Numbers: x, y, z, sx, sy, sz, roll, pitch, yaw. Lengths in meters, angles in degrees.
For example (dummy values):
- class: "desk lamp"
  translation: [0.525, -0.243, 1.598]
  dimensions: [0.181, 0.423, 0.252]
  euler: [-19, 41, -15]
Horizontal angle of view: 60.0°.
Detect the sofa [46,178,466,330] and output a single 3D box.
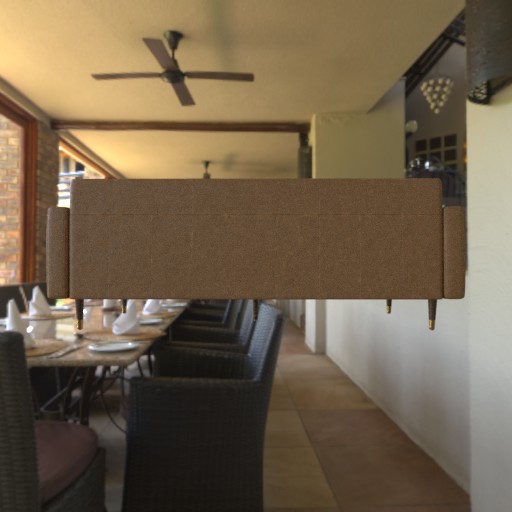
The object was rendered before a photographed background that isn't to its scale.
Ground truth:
- class: "sofa"
  translation: [0.000, 0.000, 2.831]
  dimensions: [2.291, 0.821, 0.990]
  euler: [0, -1, 0]
